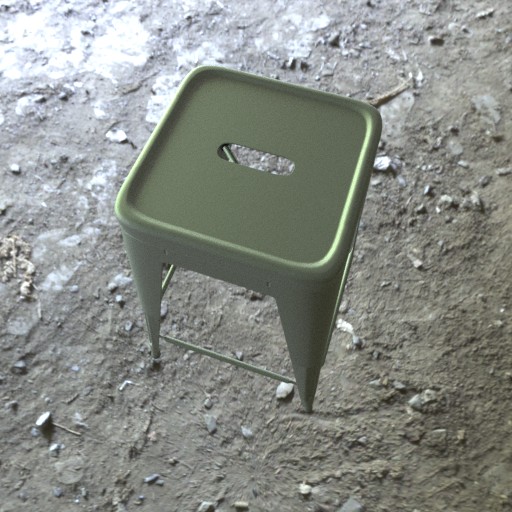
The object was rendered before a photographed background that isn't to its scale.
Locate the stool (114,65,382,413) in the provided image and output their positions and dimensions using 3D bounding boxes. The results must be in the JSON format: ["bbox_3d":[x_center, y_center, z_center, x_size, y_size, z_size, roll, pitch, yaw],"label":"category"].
[{"bbox_3d":[0.000,0.000,0.873,0.410,0.608,0.410,17,65,8],"label":"stool"}]
